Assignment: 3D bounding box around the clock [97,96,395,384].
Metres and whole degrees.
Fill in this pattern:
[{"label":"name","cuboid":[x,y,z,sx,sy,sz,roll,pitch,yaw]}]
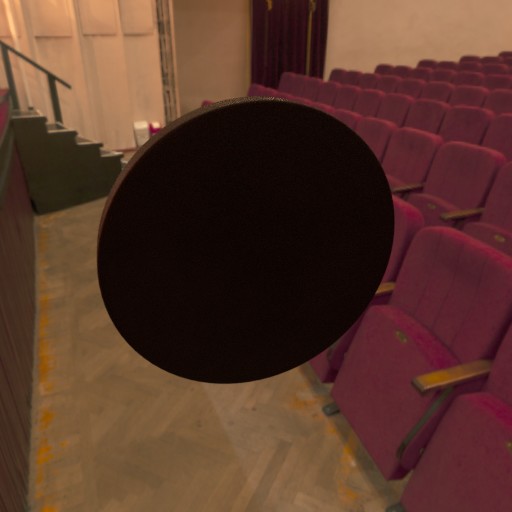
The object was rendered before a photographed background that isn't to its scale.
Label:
[{"label":"clock","cuboid":[0.000,0.000,0.464,0.314,0.314,0.029,-8,28,-16]}]
